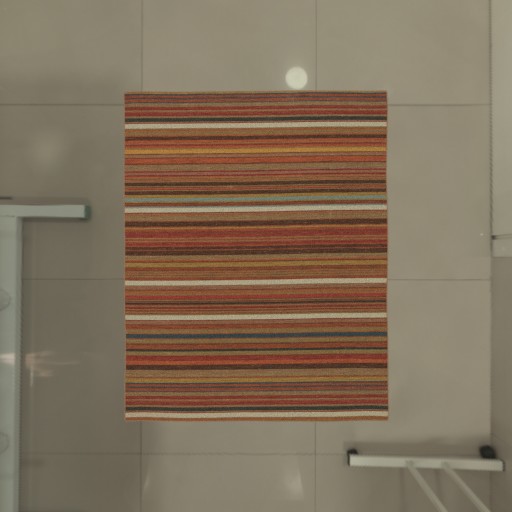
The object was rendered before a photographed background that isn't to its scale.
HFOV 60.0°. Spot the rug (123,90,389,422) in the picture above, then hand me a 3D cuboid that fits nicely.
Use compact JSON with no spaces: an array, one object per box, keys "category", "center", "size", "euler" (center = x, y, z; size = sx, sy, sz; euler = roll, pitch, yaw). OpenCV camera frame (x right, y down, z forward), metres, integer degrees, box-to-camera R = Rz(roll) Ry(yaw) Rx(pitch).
[{"category":"rug","center":[0.000,0.000,4.136],"size":[2.479,0.023,3.092],"euler":[0,90,0]}]
